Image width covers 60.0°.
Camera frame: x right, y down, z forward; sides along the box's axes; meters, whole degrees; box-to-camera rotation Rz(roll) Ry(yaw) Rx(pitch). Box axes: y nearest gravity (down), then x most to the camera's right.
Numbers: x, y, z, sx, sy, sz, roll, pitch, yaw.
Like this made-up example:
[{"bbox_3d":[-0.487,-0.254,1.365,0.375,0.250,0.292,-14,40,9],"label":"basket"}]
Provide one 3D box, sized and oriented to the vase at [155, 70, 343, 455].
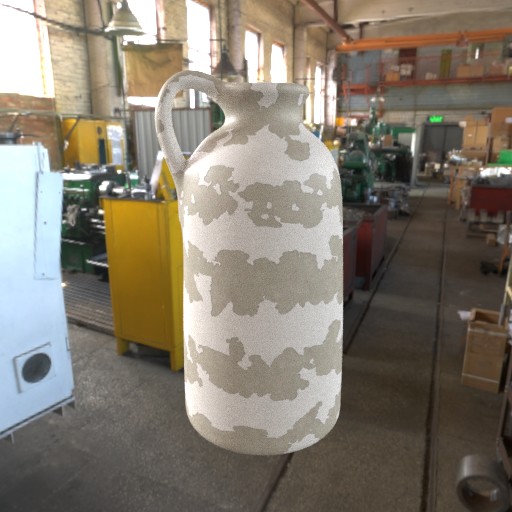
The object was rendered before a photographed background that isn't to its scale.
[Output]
[{"bbox_3d":[0.000,0.000,0.493,0.203,0.382,0.186,-3,15,-10],"label":"vase"}]
